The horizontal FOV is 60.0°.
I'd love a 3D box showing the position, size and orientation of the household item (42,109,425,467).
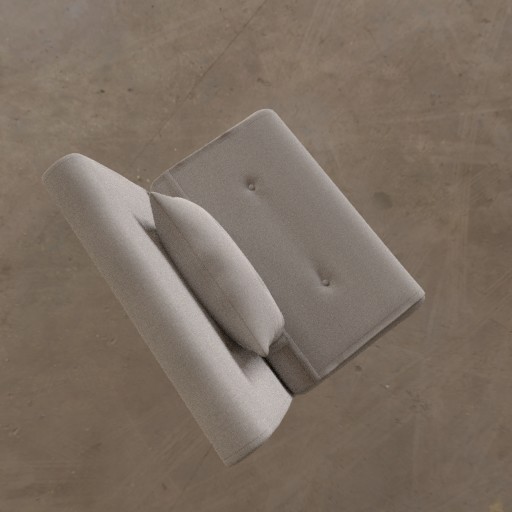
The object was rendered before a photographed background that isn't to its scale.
[{"bbox_3d":[0.000,0.000,1.616,0.874,0.800,1.000,-35,78,-9],"label":"household item"}]
